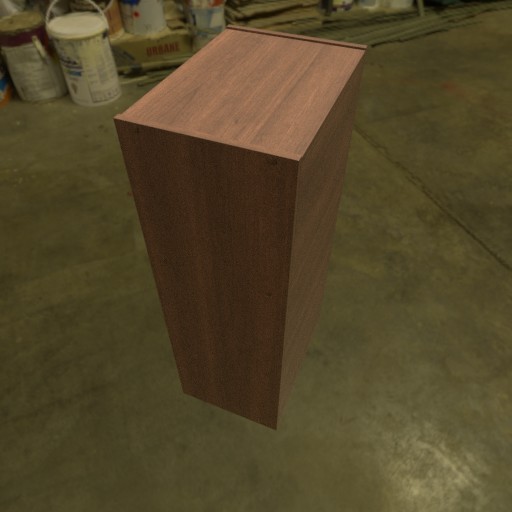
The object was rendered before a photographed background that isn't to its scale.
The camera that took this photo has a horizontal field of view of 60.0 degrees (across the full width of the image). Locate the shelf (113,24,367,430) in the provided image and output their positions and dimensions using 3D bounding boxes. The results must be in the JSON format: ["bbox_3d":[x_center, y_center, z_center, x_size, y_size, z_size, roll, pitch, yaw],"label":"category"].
[{"bbox_3d":[0.000,0.000,1.069,0.290,0.879,0.414,17,49,15],"label":"shelf"}]
